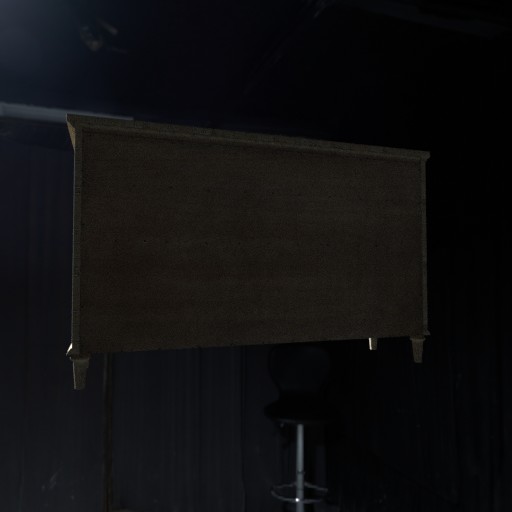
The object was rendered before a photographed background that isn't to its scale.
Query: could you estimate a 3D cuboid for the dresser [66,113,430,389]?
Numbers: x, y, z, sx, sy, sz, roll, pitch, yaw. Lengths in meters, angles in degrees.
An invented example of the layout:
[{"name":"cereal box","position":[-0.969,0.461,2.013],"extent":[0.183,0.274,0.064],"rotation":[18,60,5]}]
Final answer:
[{"name":"dresser","position":[0.000,0.000,2.089],"extent":[1.626,1.016,0.457],"rotation":[1,-2,-19]}]
